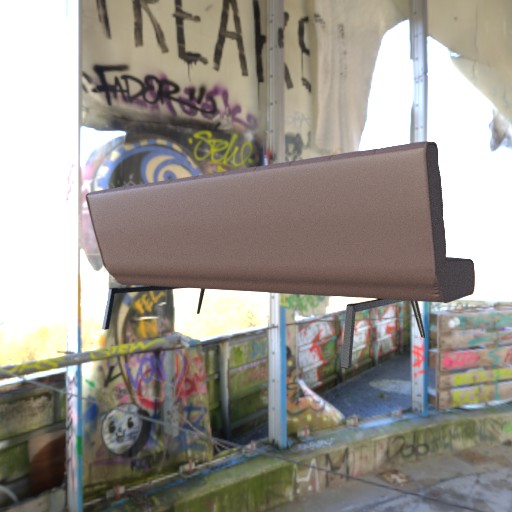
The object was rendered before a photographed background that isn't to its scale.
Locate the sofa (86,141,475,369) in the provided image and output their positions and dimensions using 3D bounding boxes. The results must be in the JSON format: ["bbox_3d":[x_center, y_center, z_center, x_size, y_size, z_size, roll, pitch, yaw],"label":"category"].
[{"bbox_3d":[0.000,0.000,2.038,1.703,0.699,0.747,0,0,36],"label":"sofa"}]
